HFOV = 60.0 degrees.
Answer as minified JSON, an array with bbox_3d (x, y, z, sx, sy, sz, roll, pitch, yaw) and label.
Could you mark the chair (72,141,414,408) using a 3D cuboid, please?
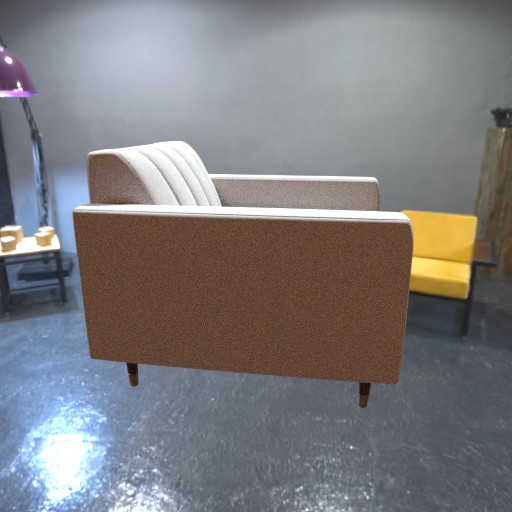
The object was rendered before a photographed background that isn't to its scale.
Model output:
[{"bbox_3d":[0.000,0.000,1.696,0.998,0.819,0.953,3,17,8],"label":"chair"}]
